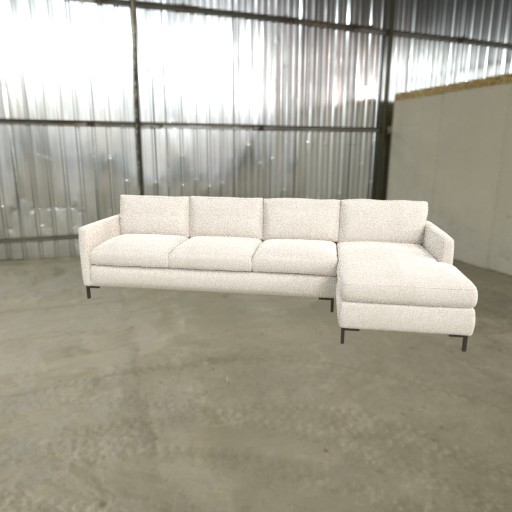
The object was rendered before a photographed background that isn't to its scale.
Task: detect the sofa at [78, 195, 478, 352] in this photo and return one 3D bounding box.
[{"bbox_3d":[0.000,0.000,2.922,2.445,0.677,1.126,2,14,9],"label":"sofa"}]
